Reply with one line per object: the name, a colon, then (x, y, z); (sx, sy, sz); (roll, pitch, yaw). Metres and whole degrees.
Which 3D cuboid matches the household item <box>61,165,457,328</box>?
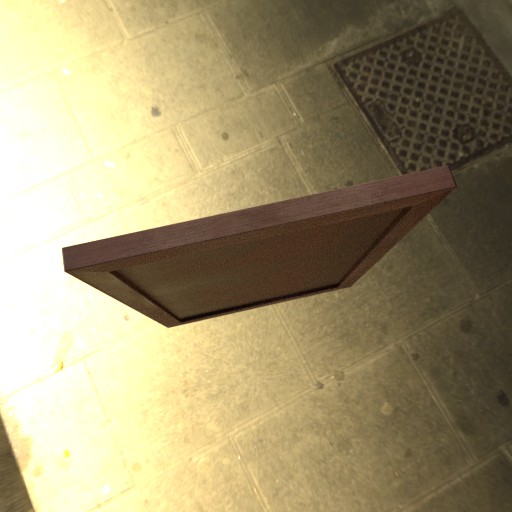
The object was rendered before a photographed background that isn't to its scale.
household item: (0.000, 0.000, 0.544); (0.310, 0.407, 0.067); (-12, 75, -3)
